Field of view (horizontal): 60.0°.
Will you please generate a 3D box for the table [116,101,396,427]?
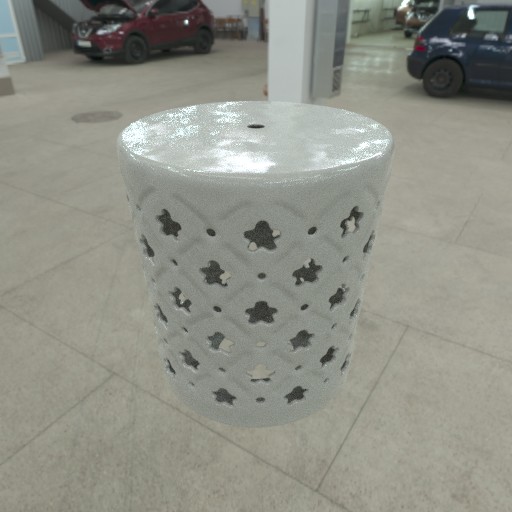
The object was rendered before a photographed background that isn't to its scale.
[{"bbox_3d":[0.000,0.000,0.666,0.352,0.387,0.352,0,31,0],"label":"table"}]
